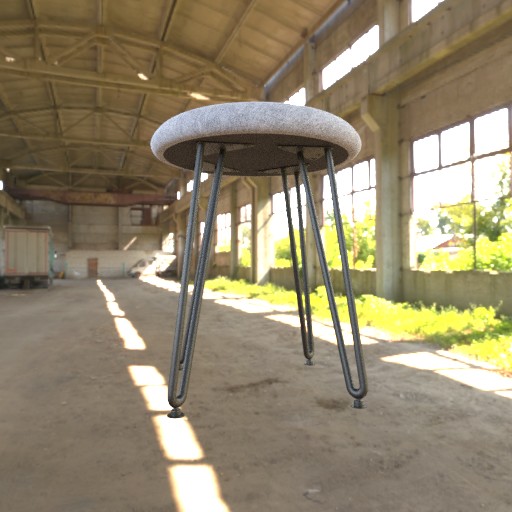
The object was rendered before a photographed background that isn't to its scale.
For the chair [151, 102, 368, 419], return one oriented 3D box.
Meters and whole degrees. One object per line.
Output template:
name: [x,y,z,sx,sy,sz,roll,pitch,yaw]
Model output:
chair: [0.000,0.000,0.665,0.350,0.386,0.350,0,-1,36]
